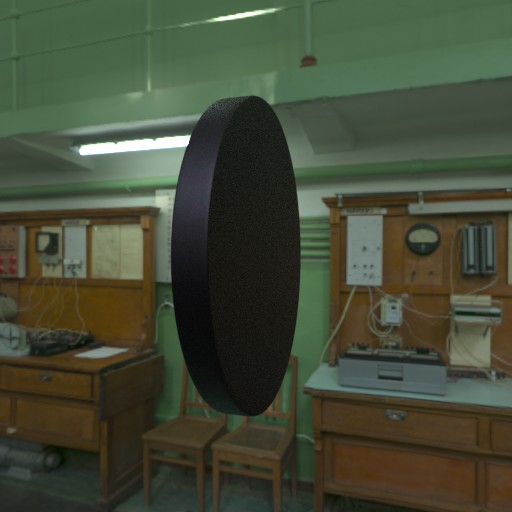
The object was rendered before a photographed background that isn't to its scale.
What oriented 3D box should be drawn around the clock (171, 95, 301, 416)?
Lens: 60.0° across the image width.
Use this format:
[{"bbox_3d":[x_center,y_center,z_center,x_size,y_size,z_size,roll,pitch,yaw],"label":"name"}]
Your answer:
[{"bbox_3d":[0.000,0.000,0.461,0.029,0.314,0.314,0,1,18],"label":"clock"}]
